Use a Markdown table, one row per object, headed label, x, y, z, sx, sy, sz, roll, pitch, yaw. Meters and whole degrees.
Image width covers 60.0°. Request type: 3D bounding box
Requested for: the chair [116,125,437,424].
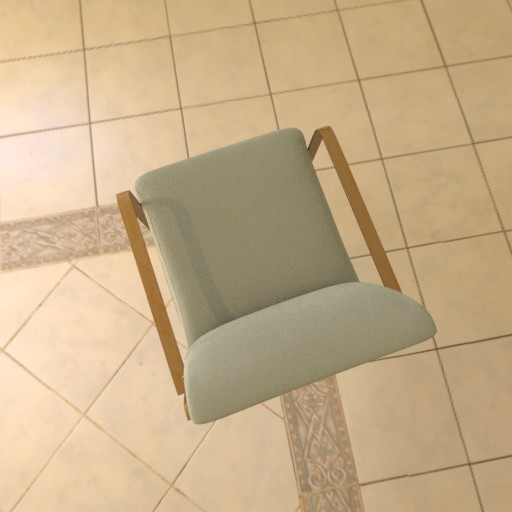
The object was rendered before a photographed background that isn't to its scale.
| label | x | y | z | sx | sy | sz | roll | pitch | yaw |
| --- | --- | --- | --- | --- | --- | --- | --- | --- | --- |
| chair | 0.000 | 0.000 | 1.463 | 0.701 | 0.824 | 0.842 | -19 | 75 | -5 |
